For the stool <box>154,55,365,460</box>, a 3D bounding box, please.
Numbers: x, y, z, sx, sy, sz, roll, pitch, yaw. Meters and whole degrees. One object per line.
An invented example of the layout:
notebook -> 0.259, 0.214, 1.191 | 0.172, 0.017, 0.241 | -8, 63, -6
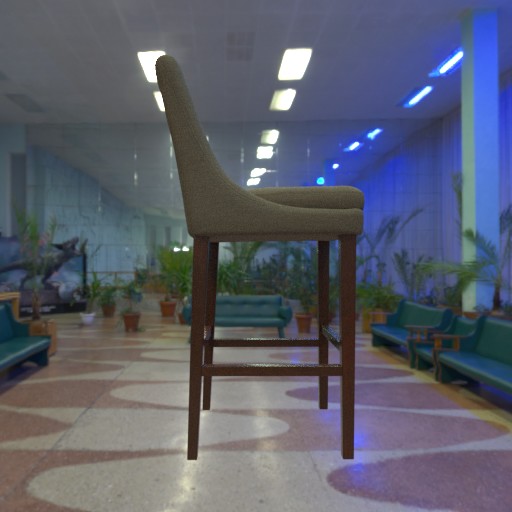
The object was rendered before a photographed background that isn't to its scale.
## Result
stool -> 0.000, 0.000, 1.379 | 0.577, 1.078, 0.470 | 0, 0, -1
